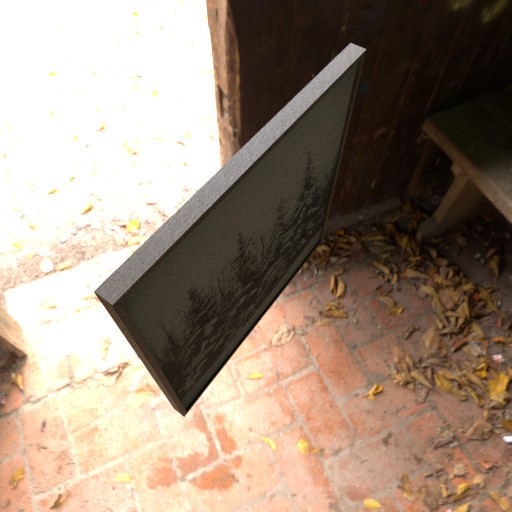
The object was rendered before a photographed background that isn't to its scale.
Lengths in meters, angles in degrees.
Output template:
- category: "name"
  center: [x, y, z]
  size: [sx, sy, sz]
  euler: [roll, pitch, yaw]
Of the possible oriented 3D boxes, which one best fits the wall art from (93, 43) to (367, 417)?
- category: "wall art"
  center: [0.000, 0.000, 1.131]
  size: [0.039, 0.758, 0.758]
  euler: [32, 64, 18]
